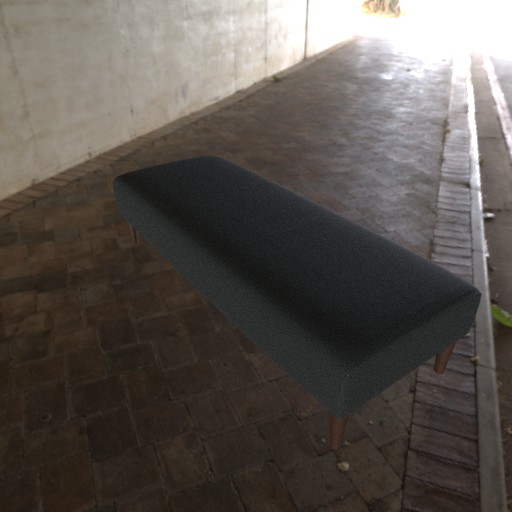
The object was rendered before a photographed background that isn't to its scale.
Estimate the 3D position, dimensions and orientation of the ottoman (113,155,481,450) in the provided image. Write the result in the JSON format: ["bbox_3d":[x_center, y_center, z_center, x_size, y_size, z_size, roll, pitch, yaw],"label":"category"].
[{"bbox_3d":[0.000,0.000,1.869,0.646,0.393,1.609,-21,37,-30],"label":"ottoman"}]
